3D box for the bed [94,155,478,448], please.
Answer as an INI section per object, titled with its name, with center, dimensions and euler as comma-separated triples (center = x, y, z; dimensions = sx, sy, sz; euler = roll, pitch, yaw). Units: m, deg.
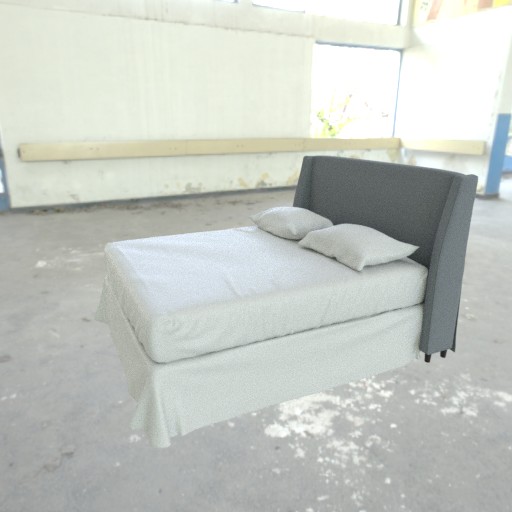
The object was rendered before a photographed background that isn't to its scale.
[bed]
center = 0.000, 0.000, 3.358
dimensions = 2.276, 1.332, 1.925
euler = -8, 19, -25
